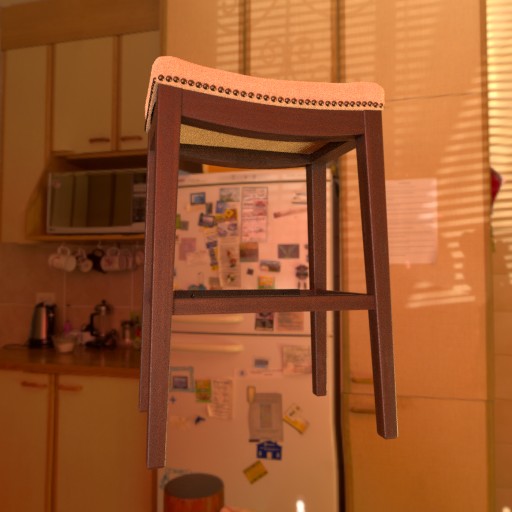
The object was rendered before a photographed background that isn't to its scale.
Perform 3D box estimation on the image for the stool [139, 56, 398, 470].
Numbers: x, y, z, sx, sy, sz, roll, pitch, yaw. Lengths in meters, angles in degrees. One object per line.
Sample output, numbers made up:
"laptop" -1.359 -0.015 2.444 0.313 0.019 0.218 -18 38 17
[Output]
"stool" 0.000 0.000 1.034 0.509 0.768 0.363 1 -2 -17
